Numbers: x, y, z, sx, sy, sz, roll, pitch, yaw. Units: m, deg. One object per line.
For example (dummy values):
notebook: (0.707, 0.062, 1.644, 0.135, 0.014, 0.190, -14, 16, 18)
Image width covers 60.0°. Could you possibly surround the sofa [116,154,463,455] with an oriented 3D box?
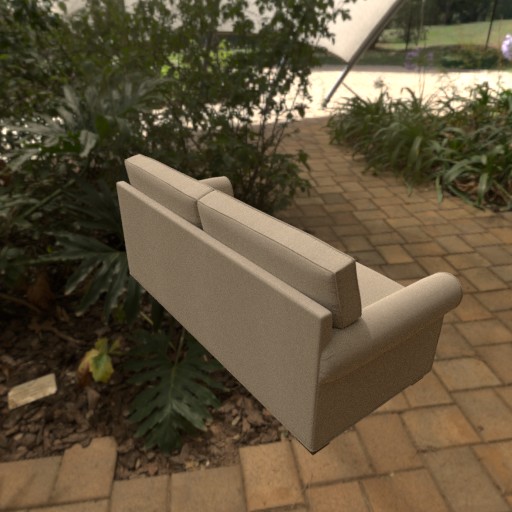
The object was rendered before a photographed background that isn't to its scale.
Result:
sofa: (0.000, 0.000, 2.684, 0.901, 0.962, 2.146, -19, 33, -32)
